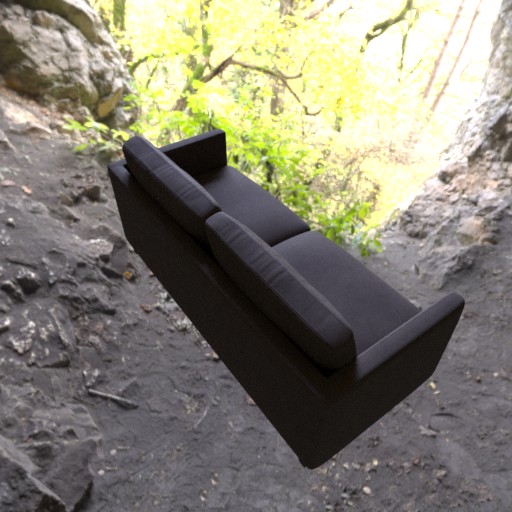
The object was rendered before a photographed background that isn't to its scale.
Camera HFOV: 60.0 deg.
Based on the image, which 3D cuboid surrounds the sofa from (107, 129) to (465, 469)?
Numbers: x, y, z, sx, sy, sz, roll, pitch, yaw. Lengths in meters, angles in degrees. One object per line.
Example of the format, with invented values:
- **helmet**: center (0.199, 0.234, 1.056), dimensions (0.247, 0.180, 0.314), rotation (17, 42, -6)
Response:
- **sofa**: center (0.000, 0.000, 2.730), dimensions (0.951, 0.965, 2.208), rotation (-26, 49, -26)
